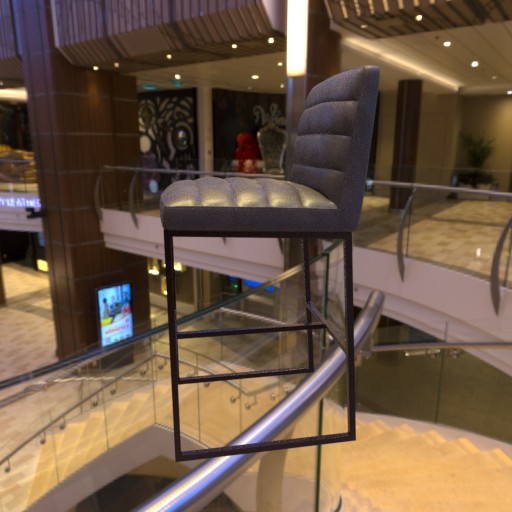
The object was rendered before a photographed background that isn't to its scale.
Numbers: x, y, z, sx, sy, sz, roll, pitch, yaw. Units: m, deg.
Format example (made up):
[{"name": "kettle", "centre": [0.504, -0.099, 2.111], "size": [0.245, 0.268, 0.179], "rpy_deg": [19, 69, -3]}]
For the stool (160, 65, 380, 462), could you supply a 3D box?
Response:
[{"name": "stool", "centre": [0.000, 0.000, 1.371], "size": [0.562, 1.065, 0.463], "rpy_deg": [-3, 14, -10]}]
